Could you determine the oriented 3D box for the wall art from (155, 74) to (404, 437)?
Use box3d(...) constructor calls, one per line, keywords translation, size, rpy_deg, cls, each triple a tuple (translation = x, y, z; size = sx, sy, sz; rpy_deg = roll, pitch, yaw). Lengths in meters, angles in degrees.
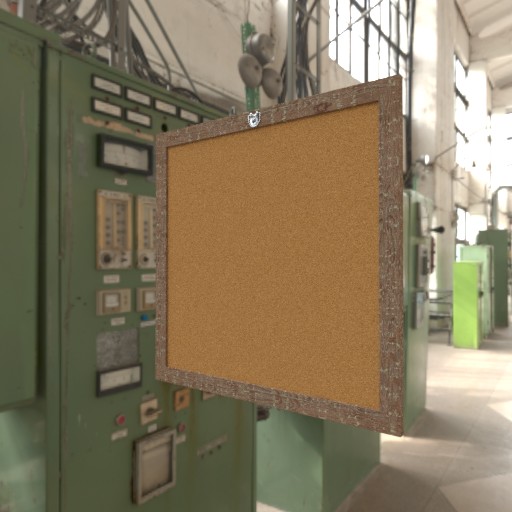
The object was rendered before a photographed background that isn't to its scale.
box3d(translation=(0.000, 0.000, 0.585), size=(0.384, 0.384, 0.012), rpy_deg=(0, -1, 36), cls="wall art")
